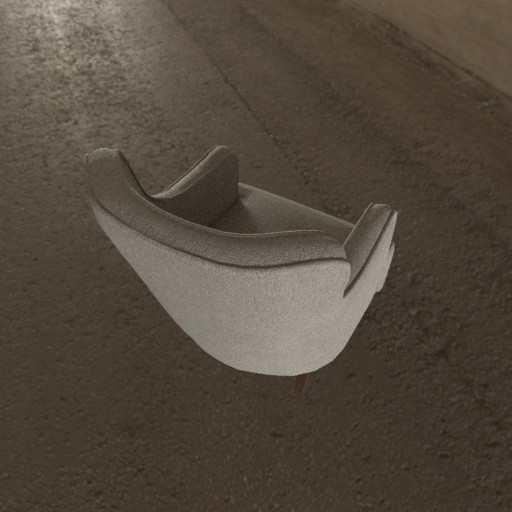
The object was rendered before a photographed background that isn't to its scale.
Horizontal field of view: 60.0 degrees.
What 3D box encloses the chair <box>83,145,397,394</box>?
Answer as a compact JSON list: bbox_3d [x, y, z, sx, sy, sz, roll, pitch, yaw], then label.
[{"bbox_3d":[0.000,0.000,1.583,0.820,0.920,0.910,24,50,22],"label":"chair"}]
